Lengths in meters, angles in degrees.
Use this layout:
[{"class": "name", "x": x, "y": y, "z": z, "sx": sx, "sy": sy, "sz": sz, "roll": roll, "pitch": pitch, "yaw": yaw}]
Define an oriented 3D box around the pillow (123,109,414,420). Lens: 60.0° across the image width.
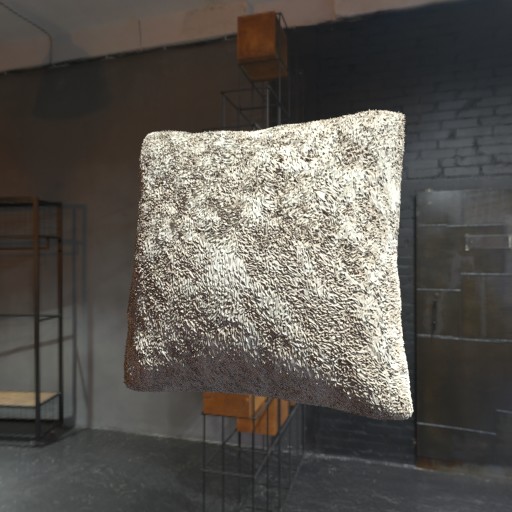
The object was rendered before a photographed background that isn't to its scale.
[{"class": "pillow", "x": 0.000, "y": 0.000, "z": 0.793, "sx": 0.529, "sy": 0.515, "sz": 0.218, "roll": 0, "pitch": -1, "yaw": 18}]
